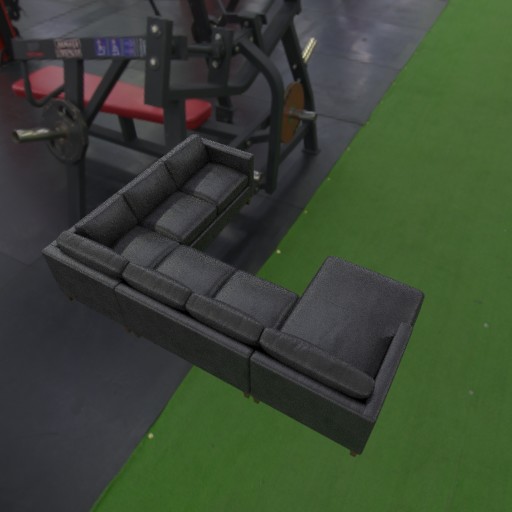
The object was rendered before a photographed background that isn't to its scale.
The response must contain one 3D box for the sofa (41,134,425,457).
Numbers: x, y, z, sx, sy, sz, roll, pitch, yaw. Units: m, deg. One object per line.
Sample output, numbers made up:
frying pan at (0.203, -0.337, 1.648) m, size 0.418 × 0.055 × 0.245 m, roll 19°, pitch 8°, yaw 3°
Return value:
sofa at (0.000, 0.000, 4.570) m, size 3.324 × 0.891 × 2.452 m, roll 23°, pitch 50°, yaw 21°
